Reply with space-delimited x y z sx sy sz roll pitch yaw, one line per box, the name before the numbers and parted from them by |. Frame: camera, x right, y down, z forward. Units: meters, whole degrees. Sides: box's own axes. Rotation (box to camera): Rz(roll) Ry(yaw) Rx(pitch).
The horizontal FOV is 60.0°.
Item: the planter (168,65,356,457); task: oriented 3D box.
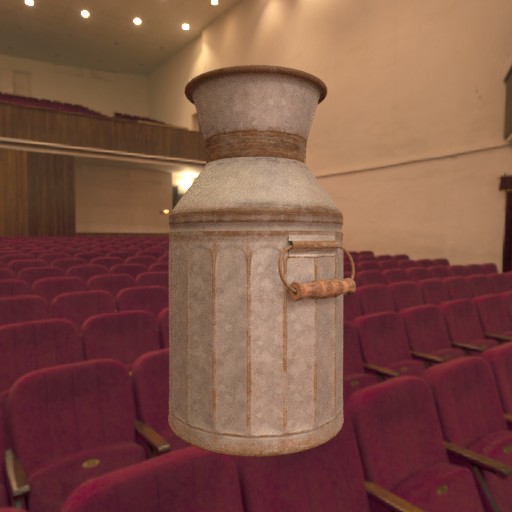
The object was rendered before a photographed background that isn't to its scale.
planter | 0.000 0.000 0.542 0.214 0.396 0.245 -2 3 -36
